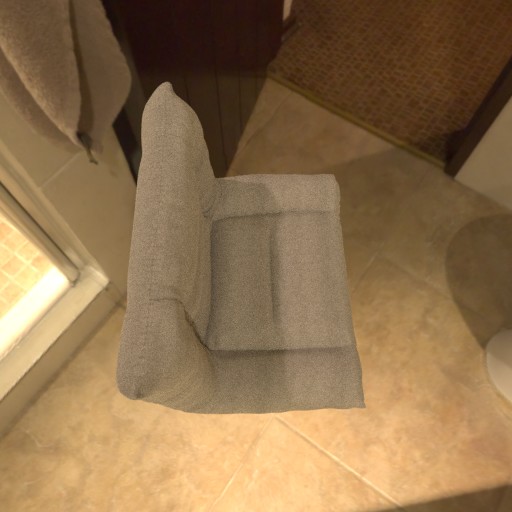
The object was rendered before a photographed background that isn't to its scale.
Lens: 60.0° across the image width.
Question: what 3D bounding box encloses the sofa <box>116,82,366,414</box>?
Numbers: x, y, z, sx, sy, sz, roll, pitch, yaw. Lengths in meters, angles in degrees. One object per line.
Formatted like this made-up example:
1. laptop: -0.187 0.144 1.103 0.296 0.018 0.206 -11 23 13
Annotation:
1. sofa: 0.000 0.000 1.718 0.847 0.795 1.144 -2 65 -1
